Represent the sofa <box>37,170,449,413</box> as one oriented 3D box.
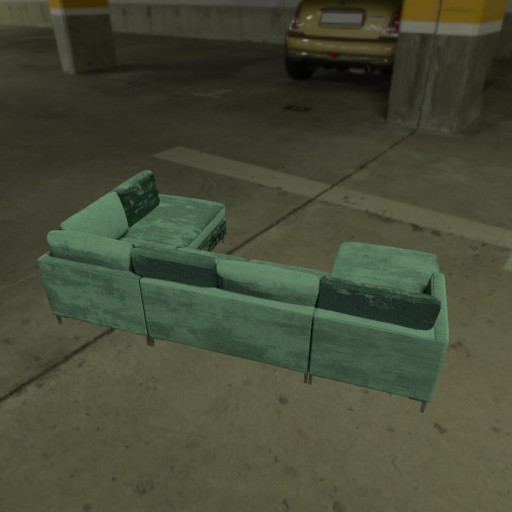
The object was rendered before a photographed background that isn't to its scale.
[{"bbox_3d":[0.000,0.000,4.375,3.434,0.992,2.055,10,32,15],"label":"sofa"}]
